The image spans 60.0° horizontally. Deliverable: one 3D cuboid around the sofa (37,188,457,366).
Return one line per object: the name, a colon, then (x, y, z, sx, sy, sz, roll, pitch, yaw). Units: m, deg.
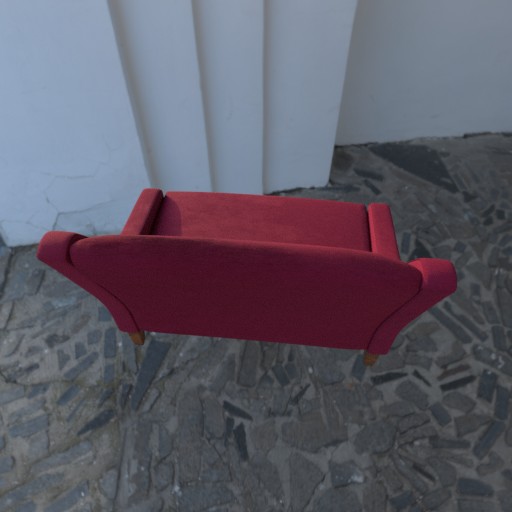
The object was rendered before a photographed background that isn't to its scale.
sofa: (0.000, 0.000, 1.930, 1.242, 0.976, 0.946, 4, 49, 4)
